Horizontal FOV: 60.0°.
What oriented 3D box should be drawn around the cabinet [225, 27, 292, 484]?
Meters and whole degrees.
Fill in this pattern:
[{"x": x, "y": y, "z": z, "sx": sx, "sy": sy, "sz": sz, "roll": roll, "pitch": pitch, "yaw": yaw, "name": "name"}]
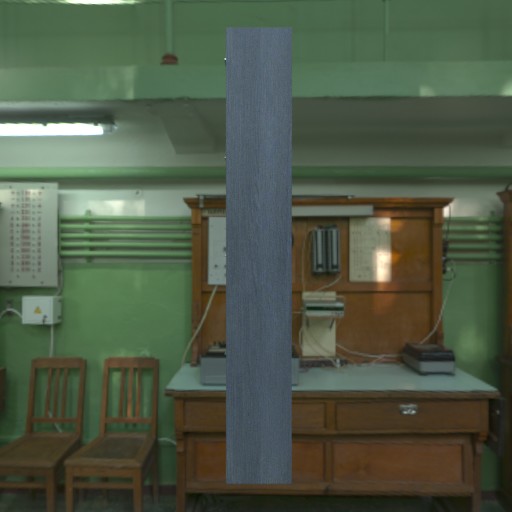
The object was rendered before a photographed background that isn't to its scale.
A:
[{"x": 0.000, "y": 0.000, "z": 1.843, "sx": 0.255, "sy": 1.630, "sz": 0.520, "roll": 0, "pitch": 0, "yaw": 0, "name": "cabinet"}]
